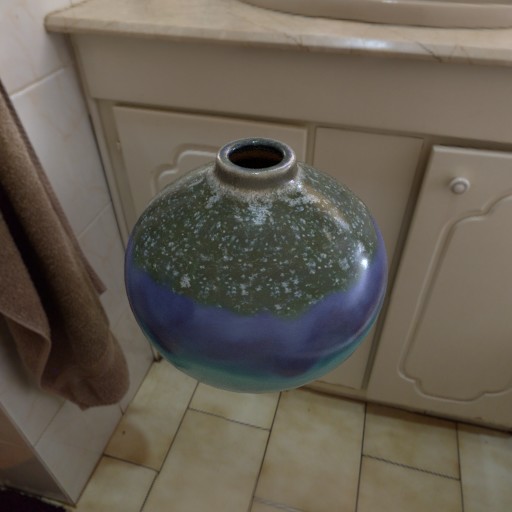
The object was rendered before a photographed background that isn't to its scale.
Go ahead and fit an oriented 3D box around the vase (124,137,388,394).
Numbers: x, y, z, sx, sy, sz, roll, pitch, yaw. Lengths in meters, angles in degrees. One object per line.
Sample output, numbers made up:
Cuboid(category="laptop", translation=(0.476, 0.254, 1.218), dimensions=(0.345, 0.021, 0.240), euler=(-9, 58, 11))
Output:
Cuboid(category="vase", translation=(0.000, 0.000, 0.264), dimensions=(0.154, 0.133, 0.154), euler=(0, 40, 0))
